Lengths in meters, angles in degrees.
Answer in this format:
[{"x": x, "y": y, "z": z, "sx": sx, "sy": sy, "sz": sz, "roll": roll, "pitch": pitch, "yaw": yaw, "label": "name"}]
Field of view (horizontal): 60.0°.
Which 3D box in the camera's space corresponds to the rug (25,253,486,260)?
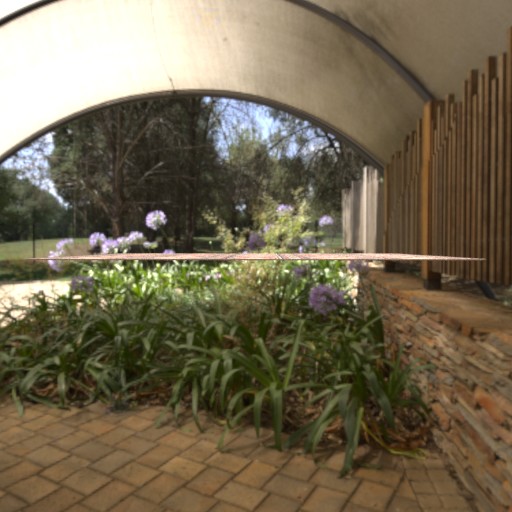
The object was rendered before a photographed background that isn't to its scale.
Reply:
[{"x": 0.000, "y": 0.000, "z": 3.089, "sx": 2.440, "sy": 0.010, "sz": 1.545, "roll": 0, "pitch": 1, "yaw": 1, "label": "rug"}]
